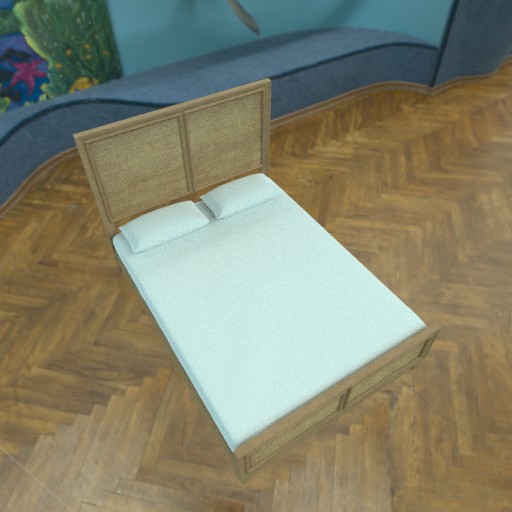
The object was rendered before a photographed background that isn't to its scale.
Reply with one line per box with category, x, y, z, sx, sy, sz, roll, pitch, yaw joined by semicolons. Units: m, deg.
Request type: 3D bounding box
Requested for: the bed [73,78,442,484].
bed;0.000;0.000;3.217;1.606;1.387;2.184;-25;52;-21
